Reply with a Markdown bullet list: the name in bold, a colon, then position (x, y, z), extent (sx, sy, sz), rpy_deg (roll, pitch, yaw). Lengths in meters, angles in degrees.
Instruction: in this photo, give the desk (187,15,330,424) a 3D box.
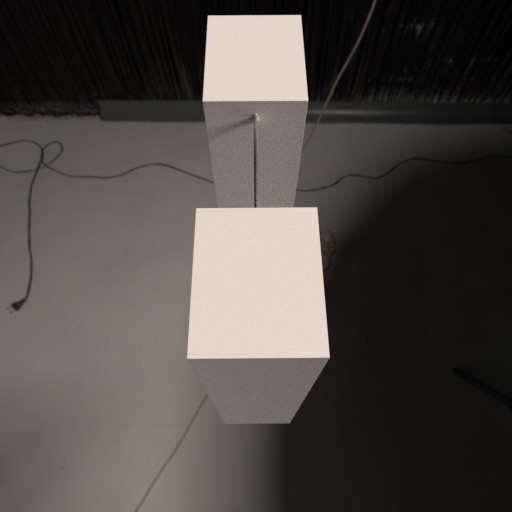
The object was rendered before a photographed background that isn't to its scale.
- **desk**: position (0.000, 0.000, 2.780), extent (0.480, 2.000, 1.770), rpy_deg (0, 63, 0)
